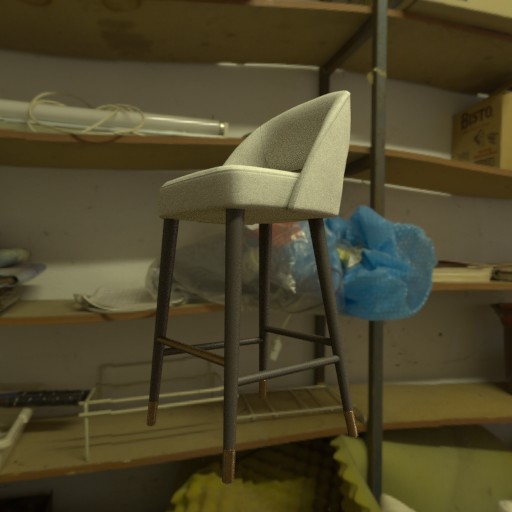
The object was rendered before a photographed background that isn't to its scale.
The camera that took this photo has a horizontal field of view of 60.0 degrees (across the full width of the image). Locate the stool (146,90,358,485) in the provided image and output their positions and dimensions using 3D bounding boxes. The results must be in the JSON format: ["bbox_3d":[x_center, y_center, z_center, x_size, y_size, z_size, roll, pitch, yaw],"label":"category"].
[{"bbox_3d":[0.000,0.000,1.329,0.509,1.037,0.494,0,0,-37],"label":"stool"}]
